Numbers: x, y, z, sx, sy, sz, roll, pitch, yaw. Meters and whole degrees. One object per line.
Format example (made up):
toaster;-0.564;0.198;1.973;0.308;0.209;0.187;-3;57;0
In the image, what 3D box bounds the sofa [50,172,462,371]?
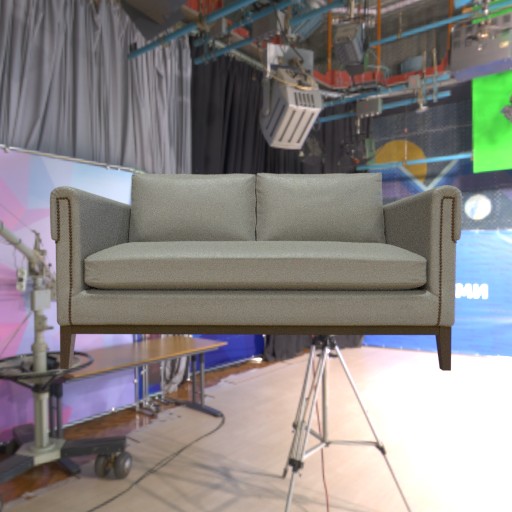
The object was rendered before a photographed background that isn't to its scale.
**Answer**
sofa;0.000;0.000;2.120;1.598;0.873;0.899;0;1;1
